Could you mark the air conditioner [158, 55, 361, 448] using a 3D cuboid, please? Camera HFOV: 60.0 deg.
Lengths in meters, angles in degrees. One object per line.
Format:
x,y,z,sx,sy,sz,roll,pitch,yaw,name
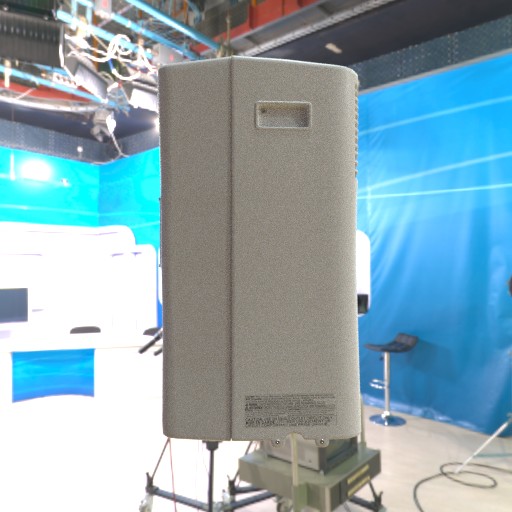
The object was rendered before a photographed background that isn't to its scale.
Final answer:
0.000,0.000,0.817,0.349,0.606,0.304,0,-1,0,air conditioner
